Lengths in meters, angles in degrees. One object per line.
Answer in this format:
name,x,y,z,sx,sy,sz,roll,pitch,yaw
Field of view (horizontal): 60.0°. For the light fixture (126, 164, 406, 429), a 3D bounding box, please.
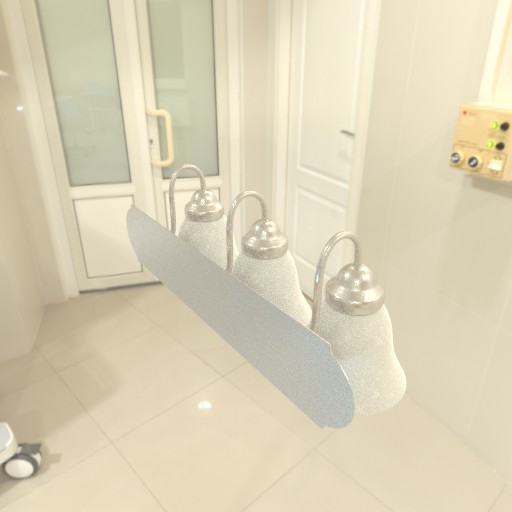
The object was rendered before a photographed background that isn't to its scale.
light fixture,0.000,0.000,0.709,0.199,0.222,0.610,-18,31,-32
